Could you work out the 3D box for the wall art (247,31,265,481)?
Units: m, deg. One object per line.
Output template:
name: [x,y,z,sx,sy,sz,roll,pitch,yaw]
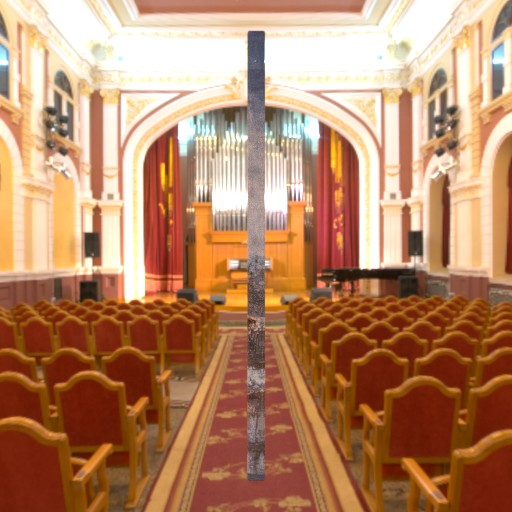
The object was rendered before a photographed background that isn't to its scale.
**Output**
wall art: [0.000,0.000,1.506,0.040,1.020,1.010,0,0,0]
